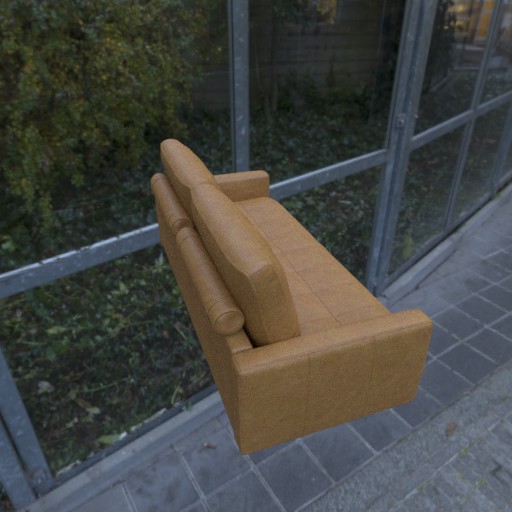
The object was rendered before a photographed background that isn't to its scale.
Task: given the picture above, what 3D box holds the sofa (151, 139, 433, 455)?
[{"bbox_3d":[0.000,0.000,2.334,0.850,0.898,1.821,-10,32,-17],"label":"sofa"}]
